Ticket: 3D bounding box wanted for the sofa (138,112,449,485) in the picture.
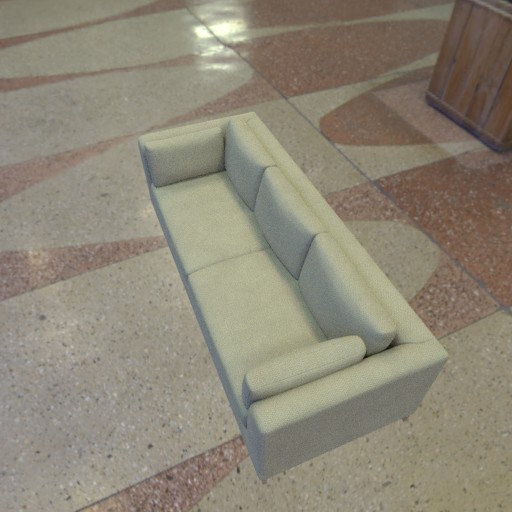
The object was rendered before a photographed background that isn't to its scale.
[{"bbox_3d":[0.000,0.000,2.925,0.969,0.867,2.415,-17,49,-15],"label":"sofa"}]
